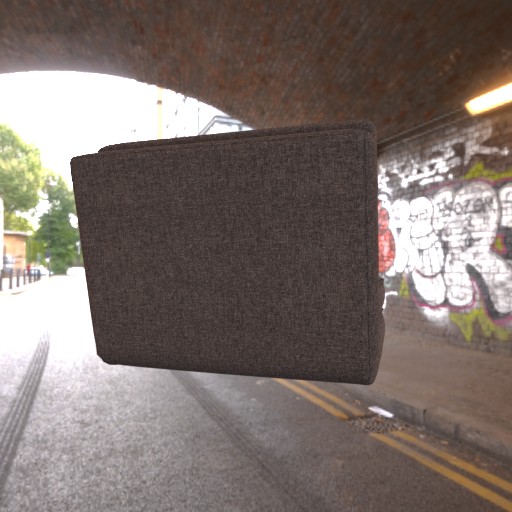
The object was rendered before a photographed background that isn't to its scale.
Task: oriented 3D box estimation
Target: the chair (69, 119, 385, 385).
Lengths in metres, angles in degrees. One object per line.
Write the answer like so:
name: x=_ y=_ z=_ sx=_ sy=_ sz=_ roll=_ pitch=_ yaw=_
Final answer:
chair: x=0.000 y=0.000 z=1.343 sx=0.740 sy=0.615 sz=0.800 roll=0 pitch=-1 yaw=18
